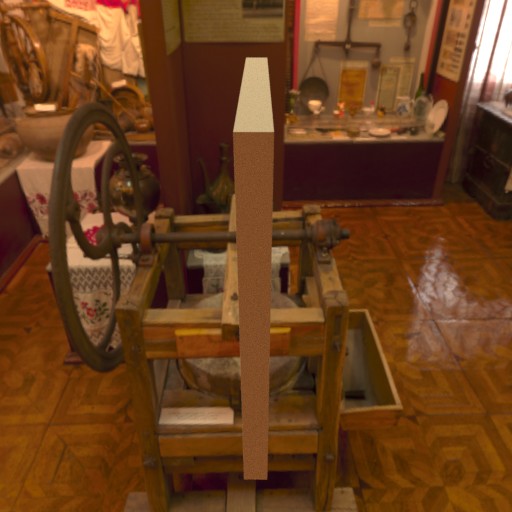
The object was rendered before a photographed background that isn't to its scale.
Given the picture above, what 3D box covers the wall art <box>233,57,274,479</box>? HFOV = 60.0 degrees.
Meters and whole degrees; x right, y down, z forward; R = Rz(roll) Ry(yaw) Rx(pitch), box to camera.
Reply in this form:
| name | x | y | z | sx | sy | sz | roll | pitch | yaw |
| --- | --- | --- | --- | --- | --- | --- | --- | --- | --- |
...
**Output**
| name | x | y | z | sx | sy | sz | roll | pitch | yaw |
| --- | --- | --- | --- | --- | --- | --- | --- | --- | --- |
| wall art | 0.000 | 0.000 | 0.747 | 0.039 | 0.553 | 0.451 | 0 | 32 | 0 |
